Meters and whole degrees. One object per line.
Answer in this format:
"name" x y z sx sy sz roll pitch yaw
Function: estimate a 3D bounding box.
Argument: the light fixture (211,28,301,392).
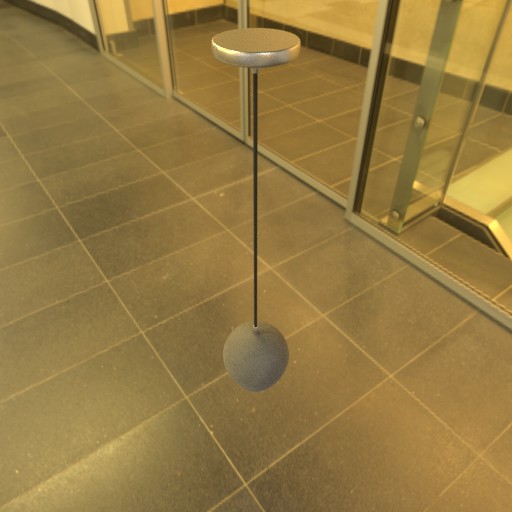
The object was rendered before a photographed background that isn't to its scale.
"light fixture" 0.000 0.000 0.838 0.153 0.760 0.153 24 46 25
